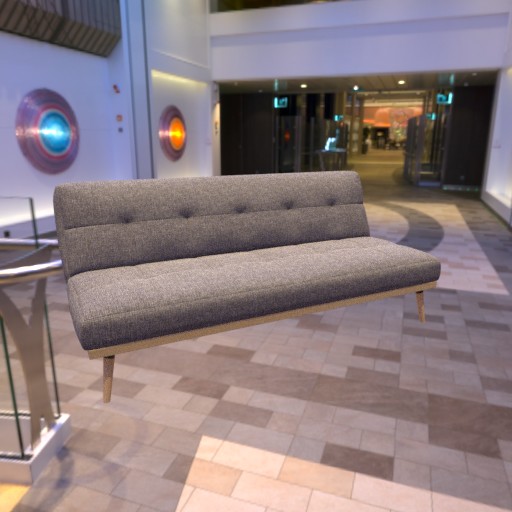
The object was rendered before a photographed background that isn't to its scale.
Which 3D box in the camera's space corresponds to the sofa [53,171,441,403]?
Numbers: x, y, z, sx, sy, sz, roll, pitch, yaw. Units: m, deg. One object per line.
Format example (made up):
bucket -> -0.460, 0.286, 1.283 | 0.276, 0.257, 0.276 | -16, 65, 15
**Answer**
sofa -> 0.000, 0.000, 2.286 | 1.820, 0.770, 0.820 | -8, 17, -26
